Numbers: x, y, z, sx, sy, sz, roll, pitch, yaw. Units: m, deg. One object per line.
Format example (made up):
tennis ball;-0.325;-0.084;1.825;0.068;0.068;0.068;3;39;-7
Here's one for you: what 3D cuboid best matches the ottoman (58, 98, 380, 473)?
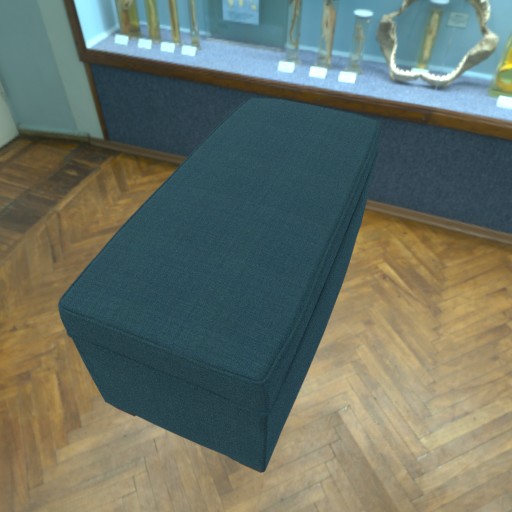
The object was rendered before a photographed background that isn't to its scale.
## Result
ottoman;0.000;0.000;1.219;0.474;0.474;0.943;17;48;16
